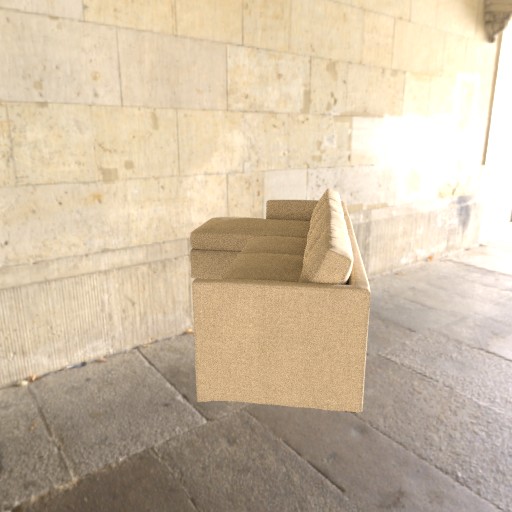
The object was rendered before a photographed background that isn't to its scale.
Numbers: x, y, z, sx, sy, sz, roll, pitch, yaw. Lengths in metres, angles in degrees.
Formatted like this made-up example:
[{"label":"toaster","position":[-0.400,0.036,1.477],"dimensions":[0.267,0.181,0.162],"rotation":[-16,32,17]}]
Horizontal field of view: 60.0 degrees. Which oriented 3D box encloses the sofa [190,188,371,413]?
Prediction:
[{"label":"sofa","position":[0.000,0.000,3.904],"dimensions":[1.650,0.922,3.205],"rotation":[2,15,8]}]
